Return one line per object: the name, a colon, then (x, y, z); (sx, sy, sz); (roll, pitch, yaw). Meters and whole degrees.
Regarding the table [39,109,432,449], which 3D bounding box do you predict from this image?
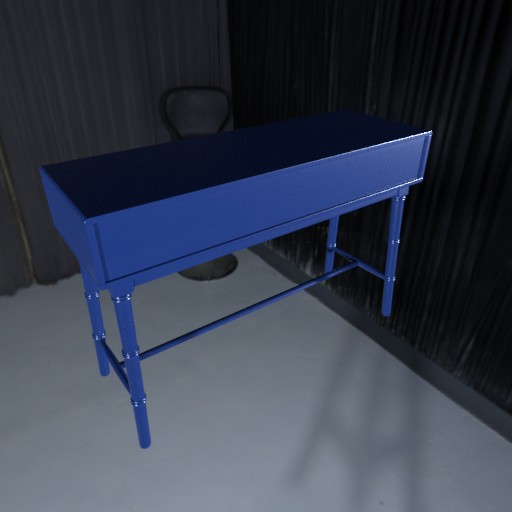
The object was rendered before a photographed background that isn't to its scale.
table: (0.000, 0.000, 1.484); (1.118, 0.749, 0.399); (-20, 36, -30)
